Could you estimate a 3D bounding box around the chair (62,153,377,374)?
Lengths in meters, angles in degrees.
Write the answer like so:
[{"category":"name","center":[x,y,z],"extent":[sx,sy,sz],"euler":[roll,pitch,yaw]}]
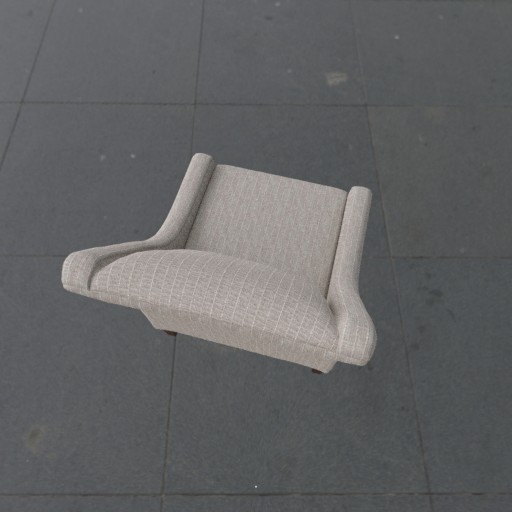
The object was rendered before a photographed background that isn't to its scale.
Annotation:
[{"category":"chair","center":[0.000,0.000,1.623],"extent":[0.774,1.014,0.870],"euler":[13,63,7]}]
